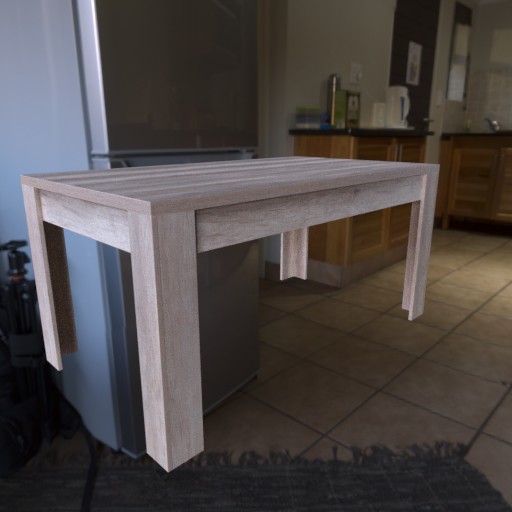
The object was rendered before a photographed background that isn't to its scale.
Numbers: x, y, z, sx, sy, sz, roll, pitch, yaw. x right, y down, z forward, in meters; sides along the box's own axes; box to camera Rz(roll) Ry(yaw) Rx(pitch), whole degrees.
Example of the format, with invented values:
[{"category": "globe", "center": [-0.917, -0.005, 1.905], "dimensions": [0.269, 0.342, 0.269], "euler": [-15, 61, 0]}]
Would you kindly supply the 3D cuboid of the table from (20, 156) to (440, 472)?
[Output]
[{"category": "table", "center": [0.000, 0.000, 2.004], "dimensions": [1.600, 0.775, 0.900], "euler": [-15, 22, -43]}]
